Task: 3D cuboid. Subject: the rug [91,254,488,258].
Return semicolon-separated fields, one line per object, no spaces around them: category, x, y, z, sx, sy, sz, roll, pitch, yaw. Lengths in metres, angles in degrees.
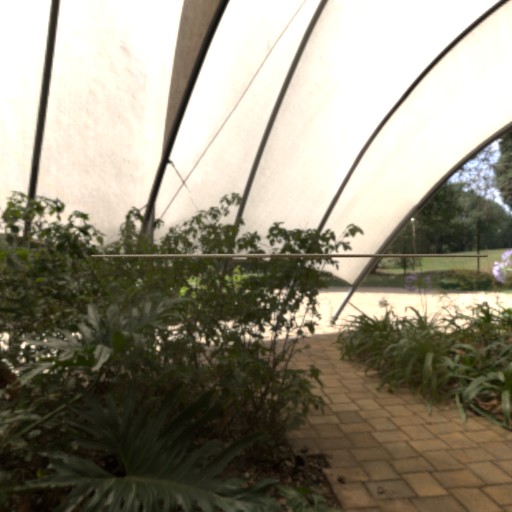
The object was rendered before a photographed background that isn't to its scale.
rug;0.000;0.000;2.944;1.528;0.014;2.294;0;0;-36
